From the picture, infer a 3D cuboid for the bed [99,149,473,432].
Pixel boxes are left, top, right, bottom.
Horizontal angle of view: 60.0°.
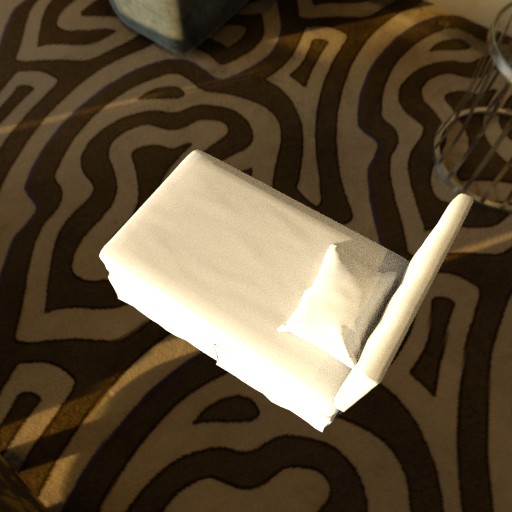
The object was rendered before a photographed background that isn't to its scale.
[{"bbox_3d":[0.000,0.000,3.007,1.997,1.571,1.261,30,67,14],"label":"bed"}]
